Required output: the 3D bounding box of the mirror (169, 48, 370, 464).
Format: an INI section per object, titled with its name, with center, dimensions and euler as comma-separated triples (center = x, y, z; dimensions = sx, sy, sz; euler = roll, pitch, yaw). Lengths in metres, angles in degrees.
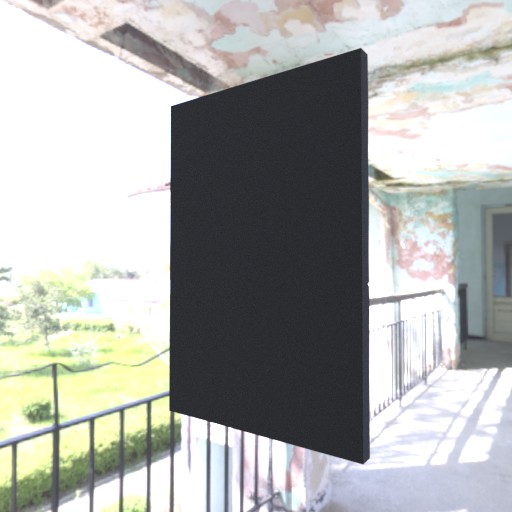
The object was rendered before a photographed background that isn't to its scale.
[mirror]
center = 0.000, 0.000, 1.166
dimensions = 0.606, 0.912, 0.044
euler = -1, -2, 36
